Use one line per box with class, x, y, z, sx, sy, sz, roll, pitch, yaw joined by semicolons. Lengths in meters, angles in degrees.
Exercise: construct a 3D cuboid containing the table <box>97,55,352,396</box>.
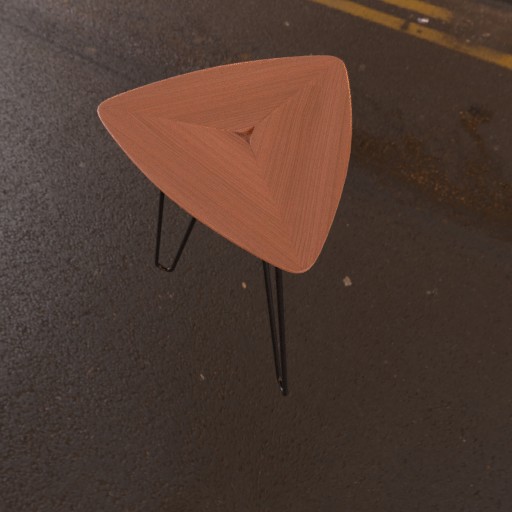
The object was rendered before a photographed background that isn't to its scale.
table;0.000;0.000;0.903;0.442;0.564;0.455;-15;60;-9
